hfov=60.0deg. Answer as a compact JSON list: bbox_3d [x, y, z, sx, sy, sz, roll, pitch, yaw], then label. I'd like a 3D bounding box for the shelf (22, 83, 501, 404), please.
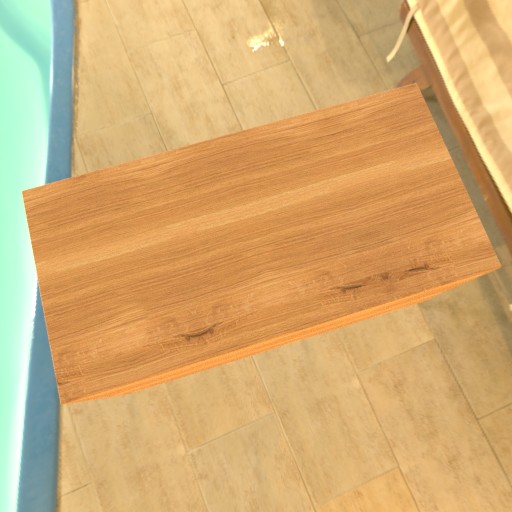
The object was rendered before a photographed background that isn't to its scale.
[{"bbox_3d":[0.000,0.000,1.006,0.800,0.400,0.400,-17,76,-4],"label":"shelf"}]
